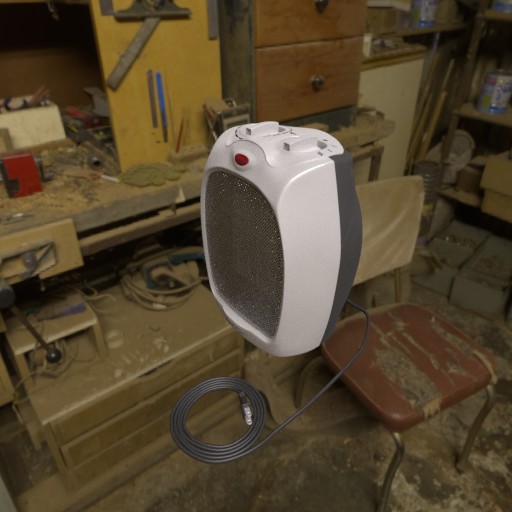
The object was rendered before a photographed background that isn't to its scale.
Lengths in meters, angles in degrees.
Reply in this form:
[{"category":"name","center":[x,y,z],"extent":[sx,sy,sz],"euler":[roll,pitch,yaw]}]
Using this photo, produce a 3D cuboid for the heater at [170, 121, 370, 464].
[{"category":"heater","center":[0.000,0.000,0.471],"extent":[0.291,0.240,0.239],"euler":[-22,38,-31]}]
